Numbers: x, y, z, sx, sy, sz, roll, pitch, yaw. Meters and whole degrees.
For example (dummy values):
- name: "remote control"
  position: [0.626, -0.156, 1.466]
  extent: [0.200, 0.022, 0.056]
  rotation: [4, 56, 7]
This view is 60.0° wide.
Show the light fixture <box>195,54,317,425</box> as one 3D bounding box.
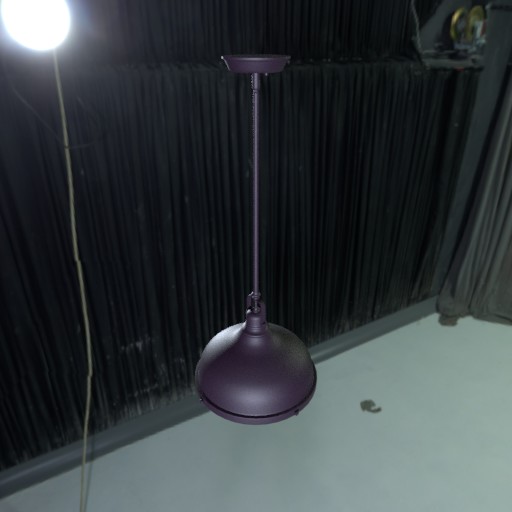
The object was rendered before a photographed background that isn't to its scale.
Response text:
- name: "light fixture"
  position: [0.000, 0.000, 1.031]
  extent: [0.341, 0.849, 0.341]
  rotation: [-18, 32, -31]
